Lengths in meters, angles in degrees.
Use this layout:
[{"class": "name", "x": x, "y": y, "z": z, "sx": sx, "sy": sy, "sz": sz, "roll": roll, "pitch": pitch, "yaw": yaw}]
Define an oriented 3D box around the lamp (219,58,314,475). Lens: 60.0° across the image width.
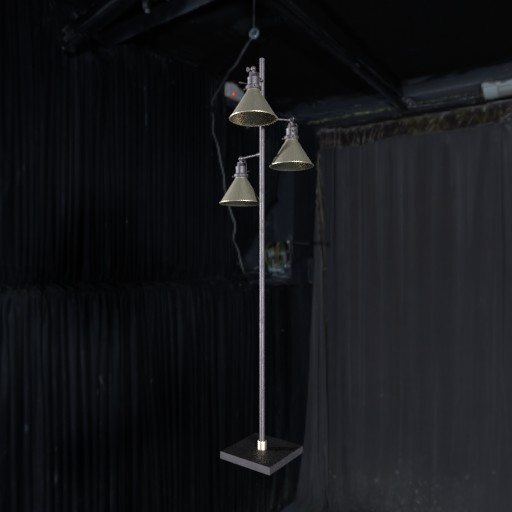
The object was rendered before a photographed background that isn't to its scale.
[{"class": "lamp", "x": 0.000, "y": 0.000, "z": 1.920, "sx": 0.415, "sy": 1.716, "sz": 0.428, "roll": 0, "pitch": -1, "yaw": 36}]
